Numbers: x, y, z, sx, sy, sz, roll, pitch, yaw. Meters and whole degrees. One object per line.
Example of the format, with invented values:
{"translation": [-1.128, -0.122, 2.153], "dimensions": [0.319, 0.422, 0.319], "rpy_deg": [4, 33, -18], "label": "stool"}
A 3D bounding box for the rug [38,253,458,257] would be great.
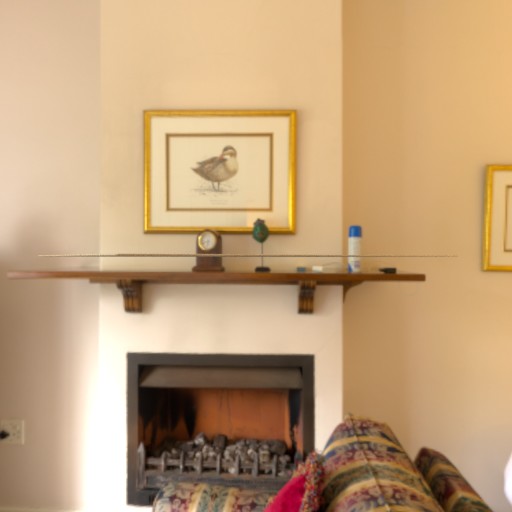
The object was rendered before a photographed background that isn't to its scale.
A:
{"translation": [0.000, 0.000, 3.016], "dimensions": [2.438, 0.008, 1.523], "rpy_deg": [0, 0, -36], "label": "rug"}
